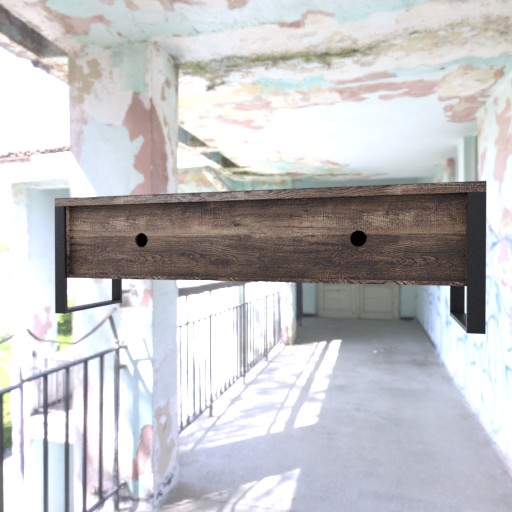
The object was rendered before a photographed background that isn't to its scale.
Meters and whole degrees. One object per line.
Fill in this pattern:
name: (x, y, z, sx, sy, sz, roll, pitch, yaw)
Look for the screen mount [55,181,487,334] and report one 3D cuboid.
screen mount: (0.000, 0.000, 1.705, 1.524, 0.450, 0.395, 0, 1, 17)
